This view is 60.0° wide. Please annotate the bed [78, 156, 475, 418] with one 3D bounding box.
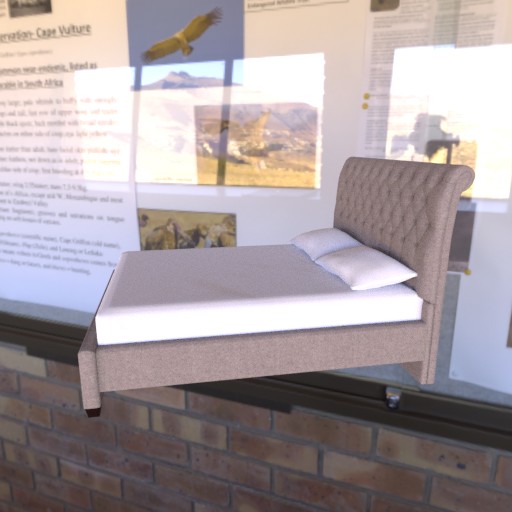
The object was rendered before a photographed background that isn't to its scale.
[{"bbox_3d":[0.000,0.000,3.265,2.252,1.371,1.645,-3,15,-11],"label":"bed"}]
